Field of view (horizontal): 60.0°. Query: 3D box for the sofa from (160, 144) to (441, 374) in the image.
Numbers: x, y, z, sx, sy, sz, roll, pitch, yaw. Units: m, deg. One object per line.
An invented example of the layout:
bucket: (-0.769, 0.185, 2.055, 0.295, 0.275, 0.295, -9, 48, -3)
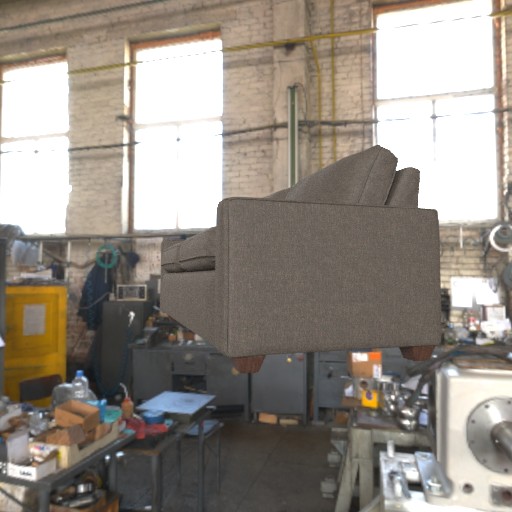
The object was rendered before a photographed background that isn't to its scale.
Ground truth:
sofa: (0.000, 0.000, 2.610, 0.940, 0.919, 2.080, 1, -3, -18)
